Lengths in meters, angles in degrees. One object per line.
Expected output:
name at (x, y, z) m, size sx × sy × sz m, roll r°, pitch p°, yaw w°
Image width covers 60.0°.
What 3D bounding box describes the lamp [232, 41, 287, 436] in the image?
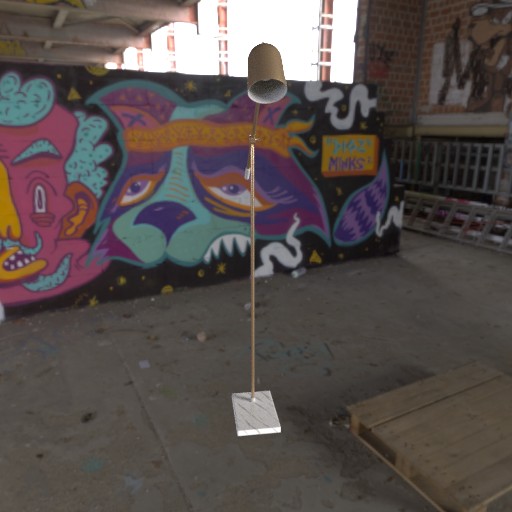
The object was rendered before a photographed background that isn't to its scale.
lamp at (0.000, 0.000, 1.870) m, size 0.194 × 1.594 × 0.653 m, roll -2°, pitch 16°, yaw -8°
